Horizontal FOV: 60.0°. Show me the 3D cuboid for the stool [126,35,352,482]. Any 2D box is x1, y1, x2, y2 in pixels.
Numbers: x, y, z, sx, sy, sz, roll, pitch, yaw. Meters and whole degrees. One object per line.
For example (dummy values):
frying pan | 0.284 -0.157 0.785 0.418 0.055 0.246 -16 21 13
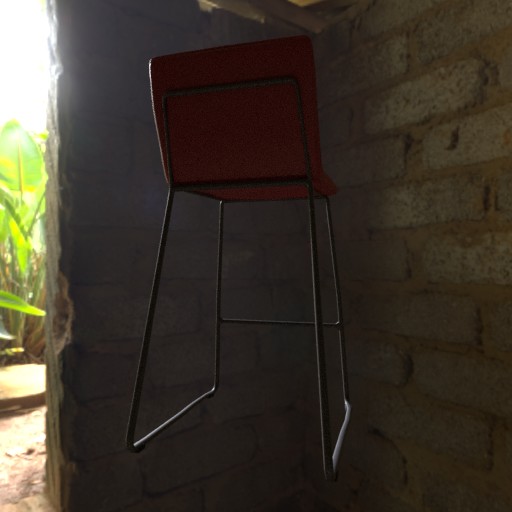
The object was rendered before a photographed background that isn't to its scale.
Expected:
stool | 0.000 0.000 1.208 0.489 0.937 0.524 0 0 17
